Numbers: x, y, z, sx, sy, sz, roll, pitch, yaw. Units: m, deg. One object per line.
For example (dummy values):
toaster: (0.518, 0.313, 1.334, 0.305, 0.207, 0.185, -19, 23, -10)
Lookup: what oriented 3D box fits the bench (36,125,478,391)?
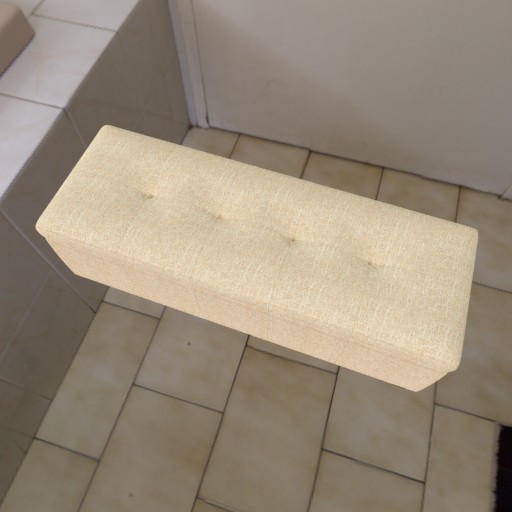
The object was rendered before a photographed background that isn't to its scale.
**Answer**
bench: (0.000, 0.000, 1.426, 1.219, 0.406, 0.432, 18, 64, 9)
